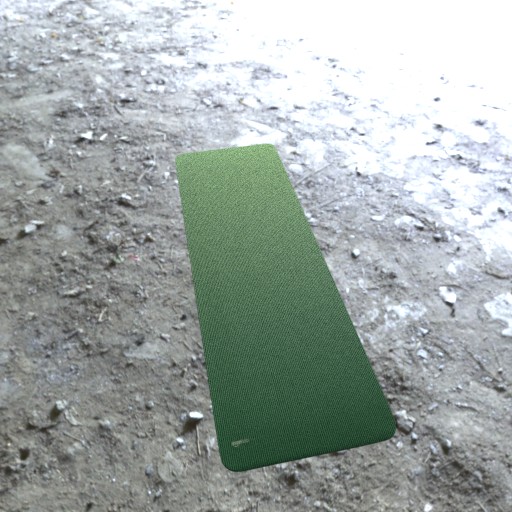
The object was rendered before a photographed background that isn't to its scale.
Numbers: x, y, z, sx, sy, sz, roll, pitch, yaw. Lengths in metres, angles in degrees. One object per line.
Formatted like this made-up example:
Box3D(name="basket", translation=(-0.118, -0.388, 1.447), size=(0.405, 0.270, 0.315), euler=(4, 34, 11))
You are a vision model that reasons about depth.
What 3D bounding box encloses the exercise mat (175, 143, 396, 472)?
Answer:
Box3D(name="exercise mat", translation=(0.000, 0.000, 2.094), size=(0.616, 0.021, 1.869), euler=(-9, 47, -8))
